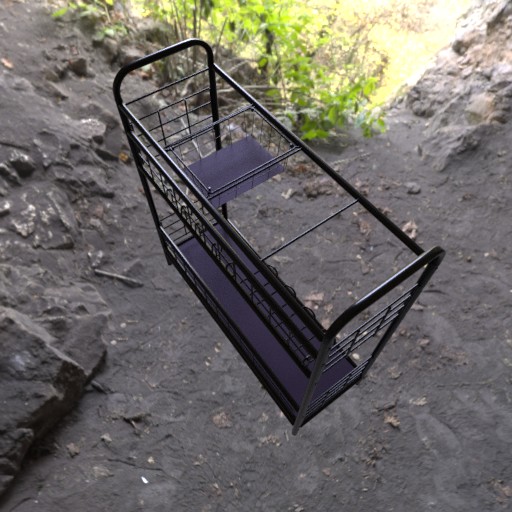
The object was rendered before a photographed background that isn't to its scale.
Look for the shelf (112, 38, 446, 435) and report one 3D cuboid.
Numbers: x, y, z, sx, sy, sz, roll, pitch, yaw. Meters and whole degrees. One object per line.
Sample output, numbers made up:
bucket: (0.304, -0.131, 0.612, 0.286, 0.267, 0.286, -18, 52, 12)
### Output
shelf: (0.000, 0.000, 1.514, 0.350, 1.026, 0.961, -32, 63, -18)
